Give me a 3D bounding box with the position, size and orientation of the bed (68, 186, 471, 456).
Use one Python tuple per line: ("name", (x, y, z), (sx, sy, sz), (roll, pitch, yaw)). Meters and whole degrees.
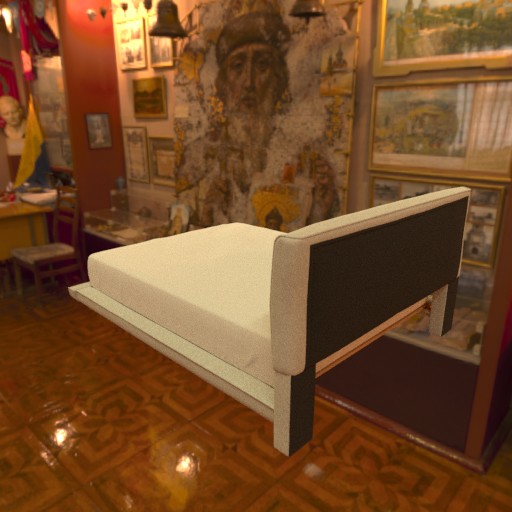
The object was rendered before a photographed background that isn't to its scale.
("bed", (0.000, 0.000, 3.453), (2.498, 1.126, 1.980), (16, 24, 42))
